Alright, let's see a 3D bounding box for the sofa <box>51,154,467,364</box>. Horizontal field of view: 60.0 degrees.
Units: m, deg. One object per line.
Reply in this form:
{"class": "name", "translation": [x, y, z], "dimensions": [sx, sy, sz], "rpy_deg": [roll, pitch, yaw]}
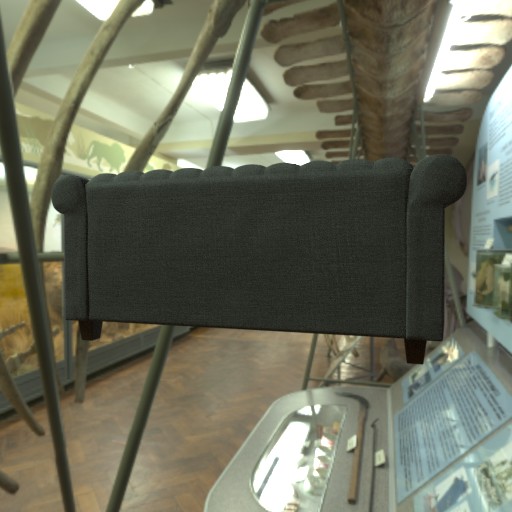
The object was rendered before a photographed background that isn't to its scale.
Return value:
{"class": "sofa", "translation": [0.000, 0.000, 2.207], "dimensions": [1.798, 0.797, 0.783], "rpy_deg": [0, 1, 17]}
